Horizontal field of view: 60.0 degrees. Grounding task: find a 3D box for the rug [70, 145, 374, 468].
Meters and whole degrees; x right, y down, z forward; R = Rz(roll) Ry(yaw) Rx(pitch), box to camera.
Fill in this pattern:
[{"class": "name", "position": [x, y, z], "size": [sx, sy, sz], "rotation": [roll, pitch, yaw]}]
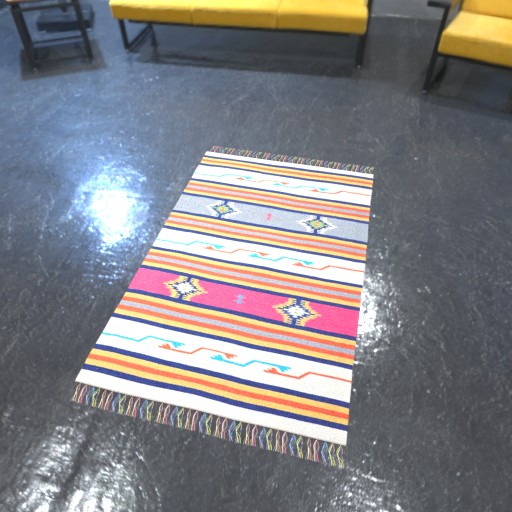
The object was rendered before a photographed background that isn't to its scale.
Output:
[{"class": "rug", "position": [0.000, 0.000, 2.245], "size": [1.084, 0.013, 1.849], "rotation": [10, 47, 9]}]
